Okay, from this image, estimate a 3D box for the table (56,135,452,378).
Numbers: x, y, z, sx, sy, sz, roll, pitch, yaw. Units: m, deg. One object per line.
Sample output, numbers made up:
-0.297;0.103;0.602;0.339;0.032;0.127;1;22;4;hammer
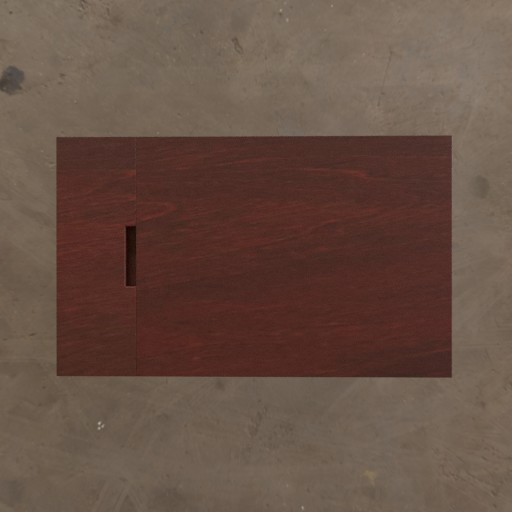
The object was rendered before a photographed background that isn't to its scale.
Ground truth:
0.000;0.000;0.960;0.584;0.612;0.356;0;90;1;table
